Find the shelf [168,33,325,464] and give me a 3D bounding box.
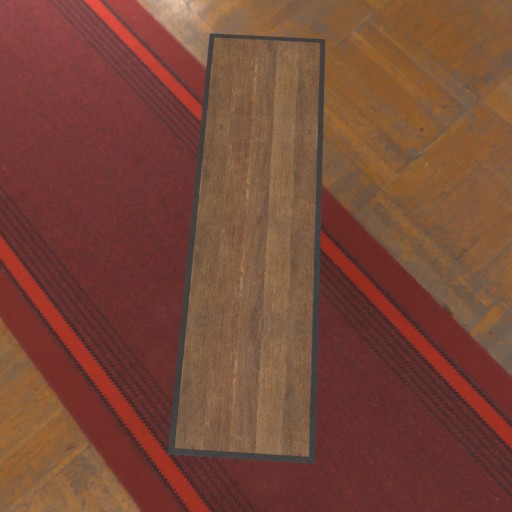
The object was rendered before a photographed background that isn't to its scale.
[{"bbox_3d":[0.000,0.000,1.581,0.361,0.765,1.201,3,76,1],"label":"shelf"}]
